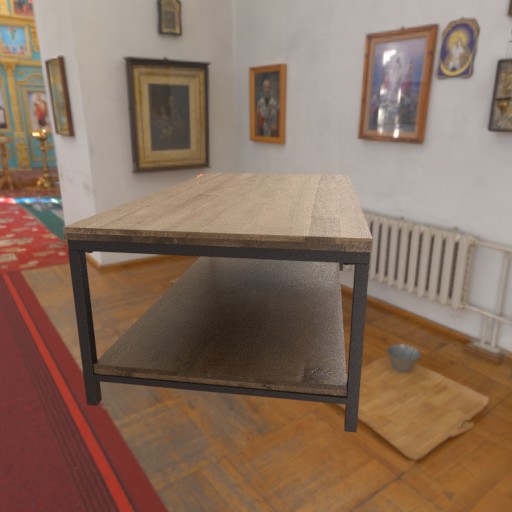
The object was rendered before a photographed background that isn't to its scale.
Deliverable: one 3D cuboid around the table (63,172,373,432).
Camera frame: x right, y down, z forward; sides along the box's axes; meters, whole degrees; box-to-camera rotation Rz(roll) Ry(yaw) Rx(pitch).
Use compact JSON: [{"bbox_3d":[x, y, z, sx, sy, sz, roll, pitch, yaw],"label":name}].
[{"bbox_3d":[0.000,0.000,1.357,0.574,0.393,1.062,3,16,9],"label":"table"}]
